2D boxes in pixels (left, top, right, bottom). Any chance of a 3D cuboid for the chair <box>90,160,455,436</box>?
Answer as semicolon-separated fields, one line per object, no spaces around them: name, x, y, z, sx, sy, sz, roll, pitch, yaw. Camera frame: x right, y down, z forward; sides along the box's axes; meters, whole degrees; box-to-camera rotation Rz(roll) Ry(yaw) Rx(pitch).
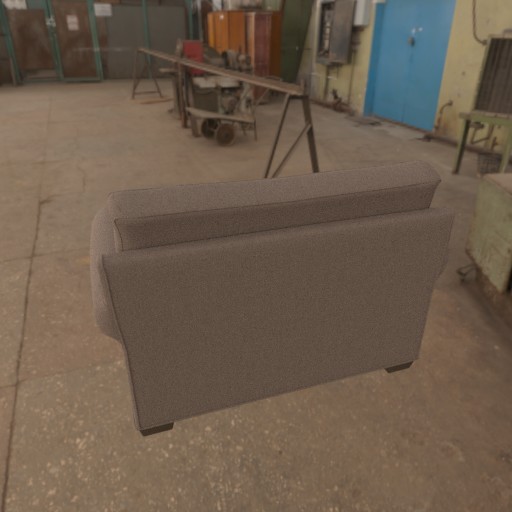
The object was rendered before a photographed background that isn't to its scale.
chair;0.000;0.000;2.004;1.390;0.930;0.930;-9;29;-16
